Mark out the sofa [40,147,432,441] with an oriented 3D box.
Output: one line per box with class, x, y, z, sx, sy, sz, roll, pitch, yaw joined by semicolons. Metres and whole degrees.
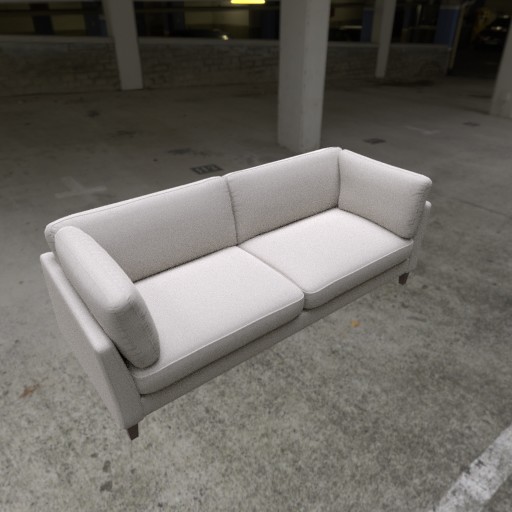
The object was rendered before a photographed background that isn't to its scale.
sofa;0.000;0.000;2.754;2.301;0.863;0.957;-22;37;-32
